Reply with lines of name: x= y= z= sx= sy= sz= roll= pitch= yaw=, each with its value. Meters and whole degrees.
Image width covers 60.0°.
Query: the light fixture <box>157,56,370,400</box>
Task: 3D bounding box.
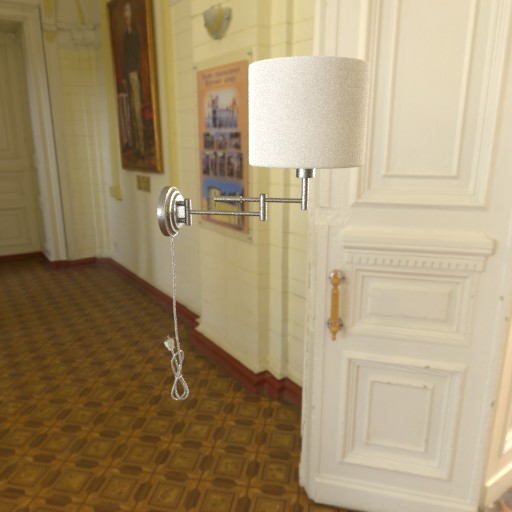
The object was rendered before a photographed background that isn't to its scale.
light fixture: x=0.000 y=0.000 z=1.065 sx=0.479 sy=0.842 sz=0.253 roll=3 pitch=15 yaw=10
